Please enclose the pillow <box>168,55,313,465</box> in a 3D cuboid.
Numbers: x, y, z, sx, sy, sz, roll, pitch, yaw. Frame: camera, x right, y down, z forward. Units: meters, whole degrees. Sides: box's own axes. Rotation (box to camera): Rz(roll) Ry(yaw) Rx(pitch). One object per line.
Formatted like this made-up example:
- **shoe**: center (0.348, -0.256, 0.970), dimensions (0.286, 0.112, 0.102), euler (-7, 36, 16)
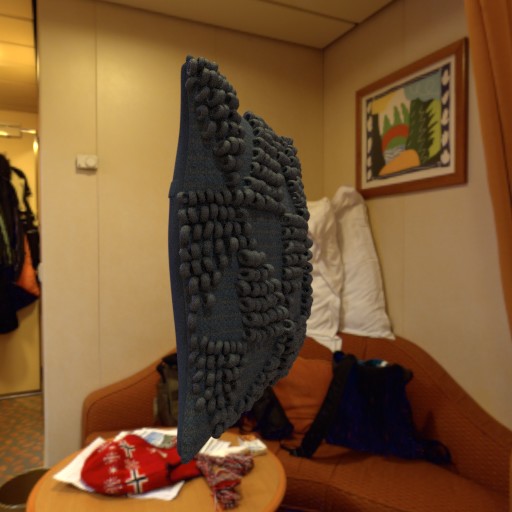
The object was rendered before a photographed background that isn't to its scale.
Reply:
- **pillow**: center (0.000, 0.000, 0.714), dimensions (0.172, 0.466, 0.469), euler (0, 1, 18)
